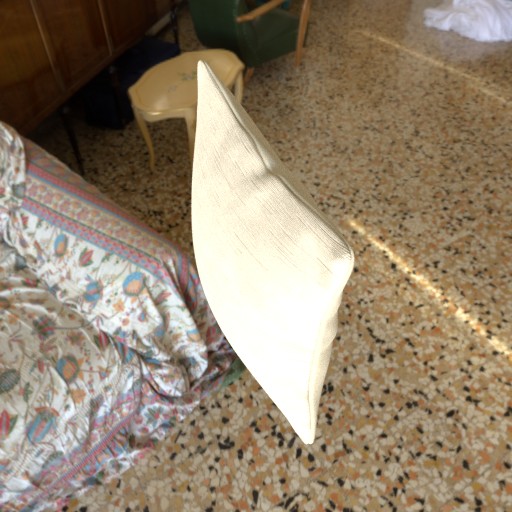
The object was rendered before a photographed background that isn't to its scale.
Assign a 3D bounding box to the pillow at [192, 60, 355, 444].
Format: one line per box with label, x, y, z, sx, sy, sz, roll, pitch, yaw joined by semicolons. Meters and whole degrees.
pillow;0.000;0.000;0.658;0.162;0.420;0.437;-16;48;-15
